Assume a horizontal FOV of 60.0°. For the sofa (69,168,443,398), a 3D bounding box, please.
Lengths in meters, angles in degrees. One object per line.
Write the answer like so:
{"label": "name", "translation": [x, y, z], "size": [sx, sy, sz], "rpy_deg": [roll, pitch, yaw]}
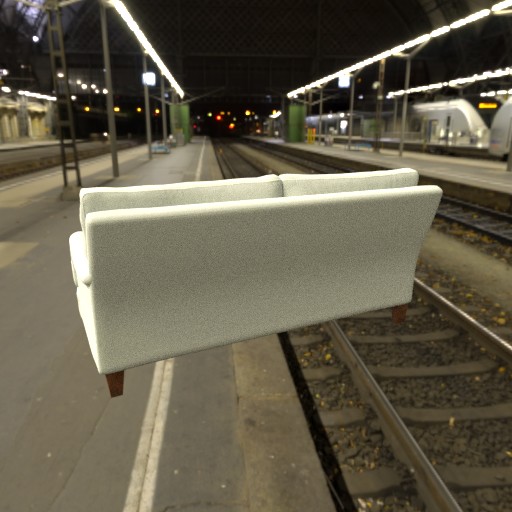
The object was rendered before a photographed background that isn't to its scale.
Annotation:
{"label": "sofa", "translation": [0.000, 0.000, 2.884], "size": [2.193, 1.096, 1.069], "rpy_deg": [-8, 18, -26]}
